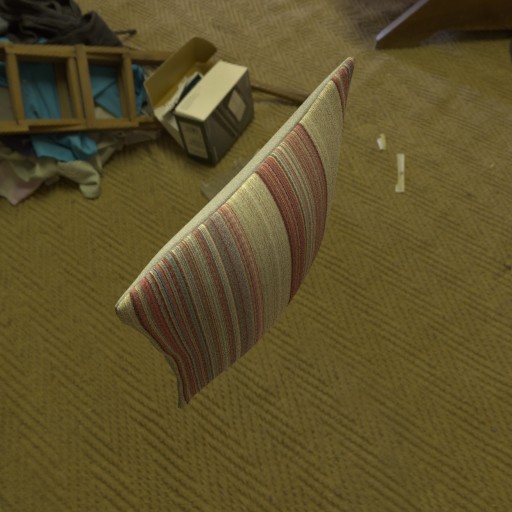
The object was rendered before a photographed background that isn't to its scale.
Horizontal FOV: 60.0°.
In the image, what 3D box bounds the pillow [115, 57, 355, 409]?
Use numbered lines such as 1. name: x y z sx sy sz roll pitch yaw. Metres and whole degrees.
1. pillow: 0.000 0.000 0.654 0.136 0.419 0.437 31 64 17
